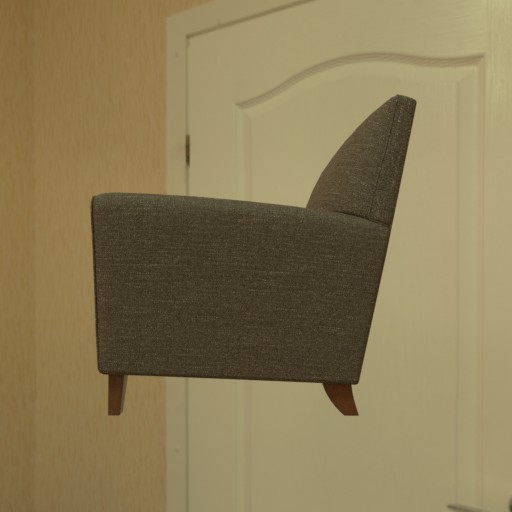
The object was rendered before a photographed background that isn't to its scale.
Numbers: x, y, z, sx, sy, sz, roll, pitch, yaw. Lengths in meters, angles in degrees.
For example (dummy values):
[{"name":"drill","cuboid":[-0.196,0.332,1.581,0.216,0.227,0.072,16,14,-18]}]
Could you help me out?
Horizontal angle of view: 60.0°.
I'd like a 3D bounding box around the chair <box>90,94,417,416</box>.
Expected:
[{"name":"chair","cuboid":[0.000,0.000,1.580,0.875,0.885,0.838,0,1,0]}]
